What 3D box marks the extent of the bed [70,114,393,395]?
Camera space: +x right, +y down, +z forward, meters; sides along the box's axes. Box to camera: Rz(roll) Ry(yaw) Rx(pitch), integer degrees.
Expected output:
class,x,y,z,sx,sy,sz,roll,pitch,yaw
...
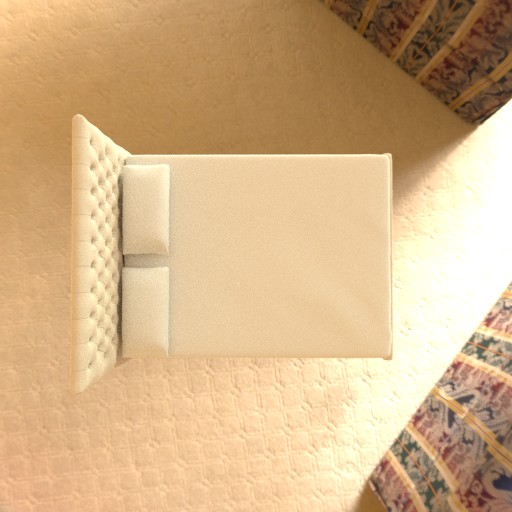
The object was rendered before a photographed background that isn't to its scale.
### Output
class,x,y,z,sx,sy,sz,roll,pitch,yaw
bed,0.000,0.000,3.341,2.233,1.426,1.696,0,89,0
